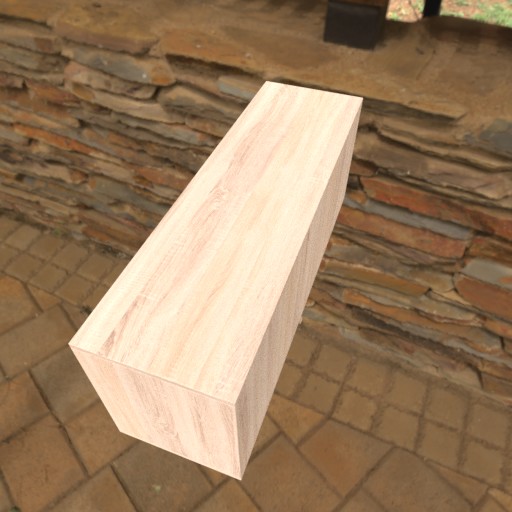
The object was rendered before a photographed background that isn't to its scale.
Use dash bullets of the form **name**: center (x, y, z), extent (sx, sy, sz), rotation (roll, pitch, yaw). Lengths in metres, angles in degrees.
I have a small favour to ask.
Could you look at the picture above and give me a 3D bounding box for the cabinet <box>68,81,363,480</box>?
- **cabinet**: center (0.000, 0.000, 1.980), extent (0.500, 0.780, 1.650), rotation (15, 49, 14)
